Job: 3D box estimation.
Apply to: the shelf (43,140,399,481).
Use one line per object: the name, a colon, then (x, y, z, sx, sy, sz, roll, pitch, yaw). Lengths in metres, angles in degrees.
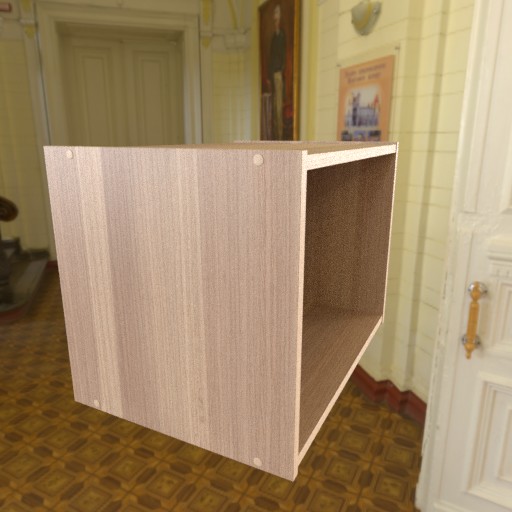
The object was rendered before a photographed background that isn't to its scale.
shelf: (0.000, 0.000, 0.620, 0.290, 0.305, 0.415, 8, 17, 26)
